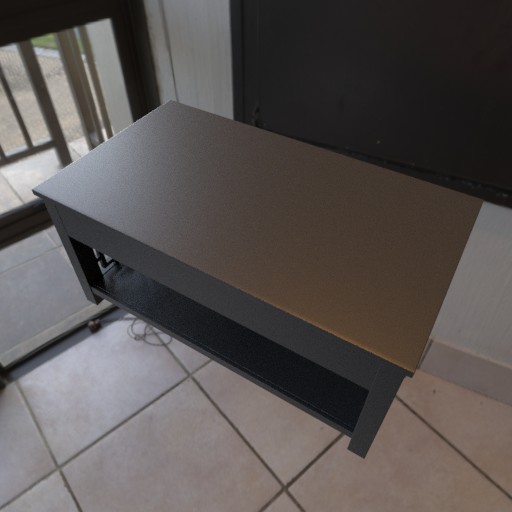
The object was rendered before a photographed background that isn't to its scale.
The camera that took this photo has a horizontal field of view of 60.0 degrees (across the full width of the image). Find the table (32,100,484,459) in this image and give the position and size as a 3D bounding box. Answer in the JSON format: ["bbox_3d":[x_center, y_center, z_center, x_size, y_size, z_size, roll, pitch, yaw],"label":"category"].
[{"bbox_3d":[0.000,0.000,1.379,1.068,0.493,0.612,24,51,21],"label":"table"}]
